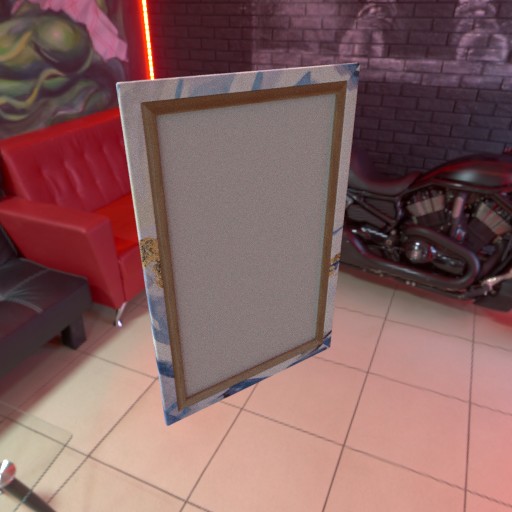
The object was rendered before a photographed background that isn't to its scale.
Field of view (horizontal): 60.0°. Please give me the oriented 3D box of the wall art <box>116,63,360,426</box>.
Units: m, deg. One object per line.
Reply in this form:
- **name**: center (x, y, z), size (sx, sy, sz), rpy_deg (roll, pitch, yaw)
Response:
- **wall art**: center (0.000, 0.000, 1.180), size (0.610, 0.914, 0.016), rpy_deg (-18, 34, -29)
